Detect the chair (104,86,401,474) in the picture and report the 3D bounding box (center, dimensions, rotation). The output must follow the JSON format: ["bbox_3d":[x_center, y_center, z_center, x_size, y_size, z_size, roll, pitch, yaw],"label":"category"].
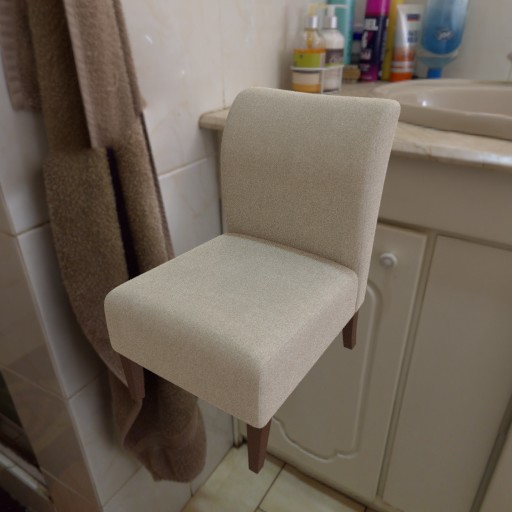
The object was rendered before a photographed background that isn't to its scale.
[{"bbox_3d":[0.000,0.000,1.308,0.521,0.833,0.754,18,33,29],"label":"chair"}]
